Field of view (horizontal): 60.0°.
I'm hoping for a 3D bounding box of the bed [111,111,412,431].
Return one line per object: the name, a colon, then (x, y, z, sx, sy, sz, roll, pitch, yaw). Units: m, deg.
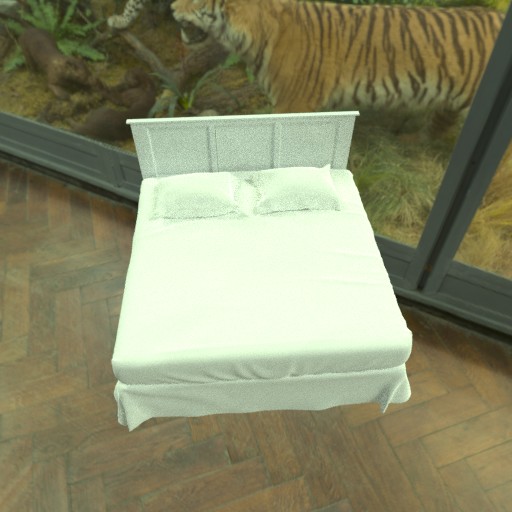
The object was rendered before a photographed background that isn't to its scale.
bed: (0.000, 0.000, 3.567, 2.317, 1.273, 2.215, -3, 47, -3)
